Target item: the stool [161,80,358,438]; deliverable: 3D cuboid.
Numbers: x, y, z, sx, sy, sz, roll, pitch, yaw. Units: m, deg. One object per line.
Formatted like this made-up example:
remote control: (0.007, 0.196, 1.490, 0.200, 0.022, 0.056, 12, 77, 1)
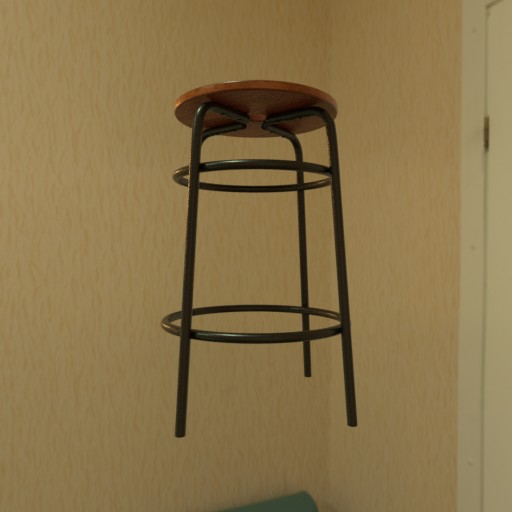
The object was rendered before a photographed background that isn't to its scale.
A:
stool: (0.000, 0.000, 0.930, 0.455, 0.610, 0.455, 1, 1, 37)
